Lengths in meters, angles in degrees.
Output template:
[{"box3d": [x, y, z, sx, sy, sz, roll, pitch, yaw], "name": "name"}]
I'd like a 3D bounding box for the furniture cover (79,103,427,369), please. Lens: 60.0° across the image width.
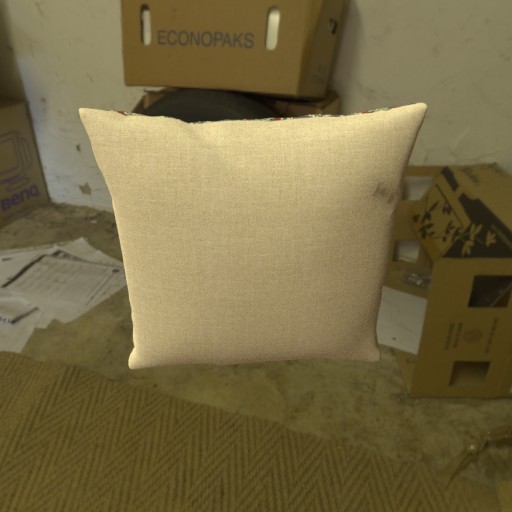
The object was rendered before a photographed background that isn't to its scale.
[{"box3d": [0.000, 0.000, 0.653, 0.431, 0.431, 0.139, -1, 31, -2], "name": "furniture cover"}]
